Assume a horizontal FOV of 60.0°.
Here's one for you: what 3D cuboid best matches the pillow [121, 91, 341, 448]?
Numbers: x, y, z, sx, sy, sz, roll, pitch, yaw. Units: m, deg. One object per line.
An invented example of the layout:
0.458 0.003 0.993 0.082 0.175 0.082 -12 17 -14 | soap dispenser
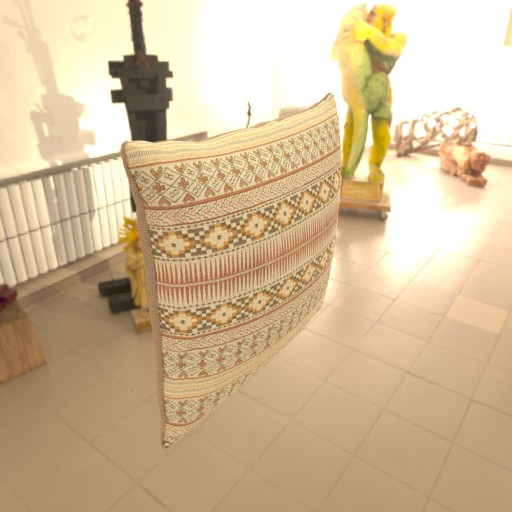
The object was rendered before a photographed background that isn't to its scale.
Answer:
0.000 0.000 0.809 0.215 0.519 0.521 19 33 32 | pillow
